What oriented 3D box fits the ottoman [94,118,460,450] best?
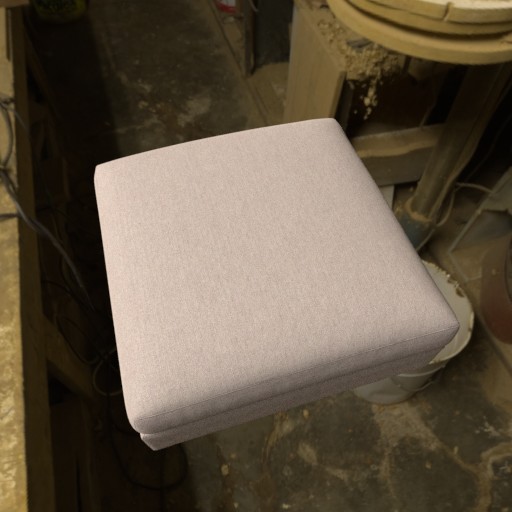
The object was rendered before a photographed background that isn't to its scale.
[{"bbox_3d":[0.000,0.000,1.633,1.041,0.470,1.041,-14,58,-9],"label":"ottoman"}]
